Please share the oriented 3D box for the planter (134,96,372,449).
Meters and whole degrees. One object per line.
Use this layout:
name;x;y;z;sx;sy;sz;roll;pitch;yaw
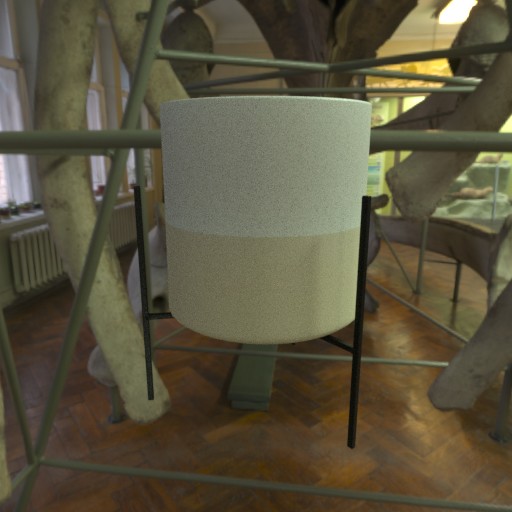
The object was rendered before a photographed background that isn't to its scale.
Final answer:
planter;0.000;0.000;0.565;0.263;0.362;0.267;2;15;9
